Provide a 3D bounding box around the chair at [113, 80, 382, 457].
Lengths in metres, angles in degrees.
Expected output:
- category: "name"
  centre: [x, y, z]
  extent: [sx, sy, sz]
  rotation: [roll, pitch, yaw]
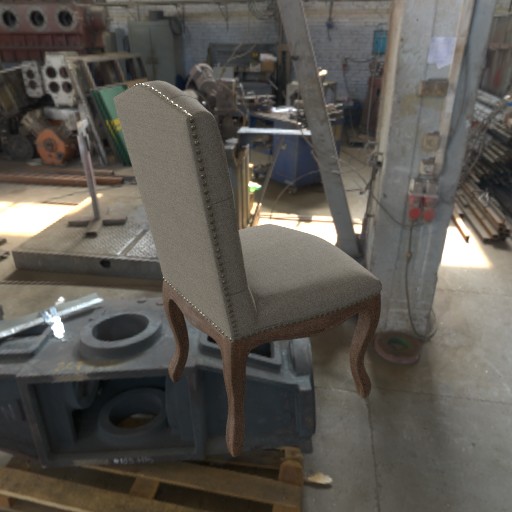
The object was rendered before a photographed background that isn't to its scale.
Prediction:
- category: "chair"
  centre: [0.000, 0.000, 1.571]
  extent: [0.731, 1.191, 0.637]
  rotation: [-18, 31, -32]
